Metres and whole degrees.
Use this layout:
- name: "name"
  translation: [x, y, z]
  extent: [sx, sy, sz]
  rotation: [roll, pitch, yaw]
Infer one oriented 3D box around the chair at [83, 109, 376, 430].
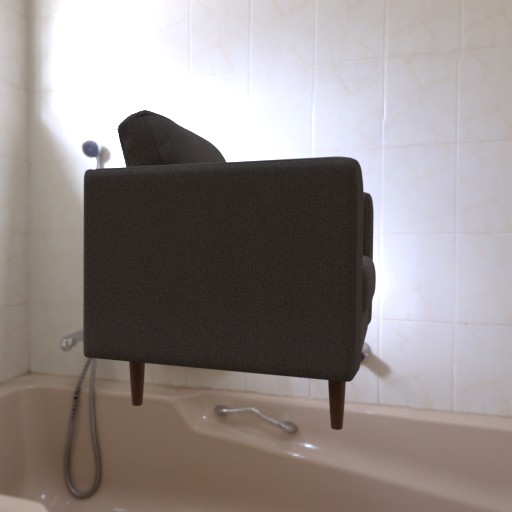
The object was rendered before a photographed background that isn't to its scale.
- name: "chair"
  translation: [0.000, 0.000, 1.546]
  extent: [0.800, 0.927, 0.854]
  rotation: [0, 1, 17]
